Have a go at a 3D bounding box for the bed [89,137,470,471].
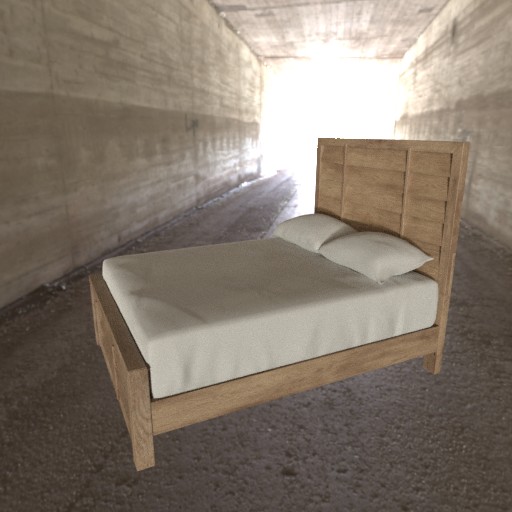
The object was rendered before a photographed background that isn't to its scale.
[{"bbox_3d":[0.000,0.000,3.232,2.197,1.626,1.626,-8,18,-25],"label":"bed"}]
